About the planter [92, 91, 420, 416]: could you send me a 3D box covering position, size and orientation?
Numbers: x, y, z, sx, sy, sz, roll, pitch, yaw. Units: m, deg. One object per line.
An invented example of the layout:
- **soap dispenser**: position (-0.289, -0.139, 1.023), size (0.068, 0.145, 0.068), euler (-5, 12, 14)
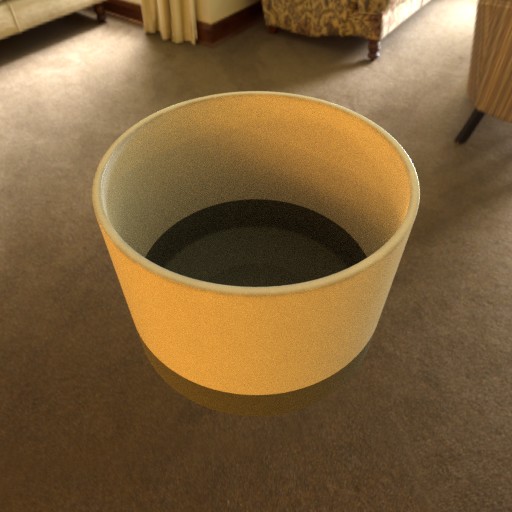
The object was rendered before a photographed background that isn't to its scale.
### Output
- **planter**: position (0.000, 0.000, 0.217), size (0.128, 0.105, 0.128), euler (0, 48, 0)
